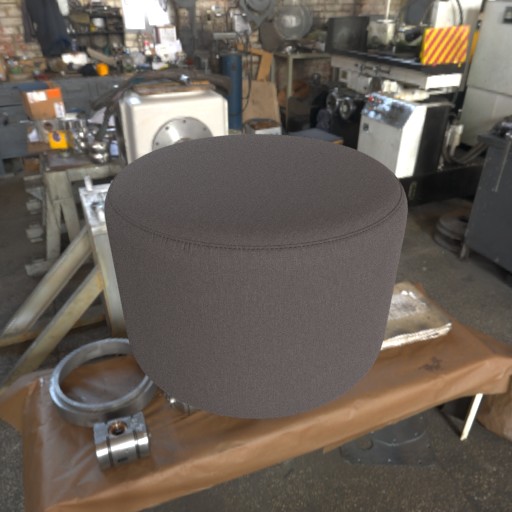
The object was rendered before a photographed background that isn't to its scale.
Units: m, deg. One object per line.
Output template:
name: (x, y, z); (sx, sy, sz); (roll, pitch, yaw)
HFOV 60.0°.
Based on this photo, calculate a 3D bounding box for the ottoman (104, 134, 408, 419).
ottoman: (0.000, 0.000, 1.000); (0.608, 0.433, 0.608); (0, 31, 0)
